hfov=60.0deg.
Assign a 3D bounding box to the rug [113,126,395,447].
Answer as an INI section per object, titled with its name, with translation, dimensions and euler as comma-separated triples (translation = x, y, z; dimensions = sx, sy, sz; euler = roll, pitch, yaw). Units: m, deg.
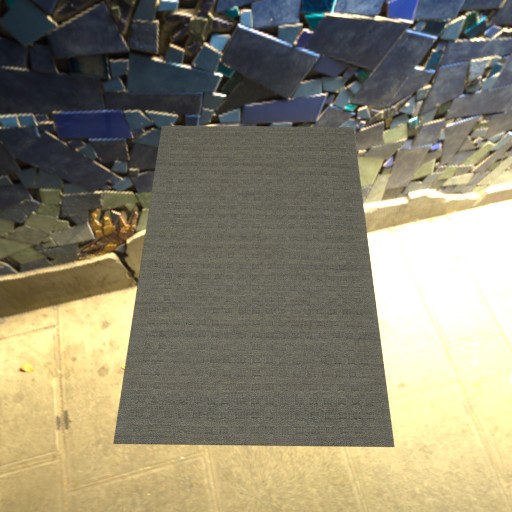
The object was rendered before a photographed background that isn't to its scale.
[rug]
translation = 0.000, 0.000, 2.219
dimensions = 1.142, 0.006, 1.752
euler = 1, 61, 0
